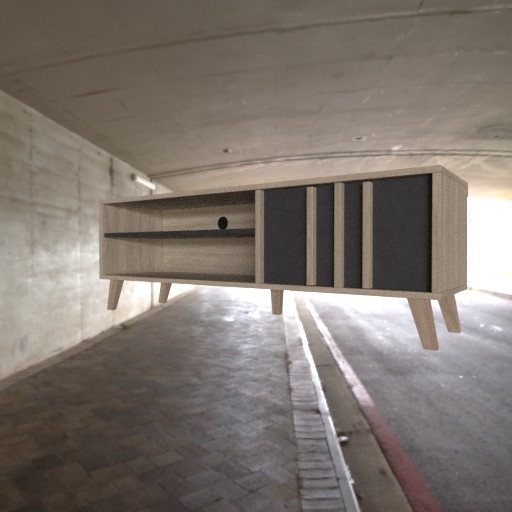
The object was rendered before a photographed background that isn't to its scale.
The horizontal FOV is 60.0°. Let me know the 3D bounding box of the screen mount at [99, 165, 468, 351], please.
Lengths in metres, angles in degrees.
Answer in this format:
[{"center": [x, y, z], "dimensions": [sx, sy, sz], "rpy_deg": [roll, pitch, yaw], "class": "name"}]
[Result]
[{"center": [0.000, 0.000, 1.791], "dimensions": [1.500, 0.509, 0.401], "rpy_deg": [1, 1, 35], "class": "screen mount"}]
